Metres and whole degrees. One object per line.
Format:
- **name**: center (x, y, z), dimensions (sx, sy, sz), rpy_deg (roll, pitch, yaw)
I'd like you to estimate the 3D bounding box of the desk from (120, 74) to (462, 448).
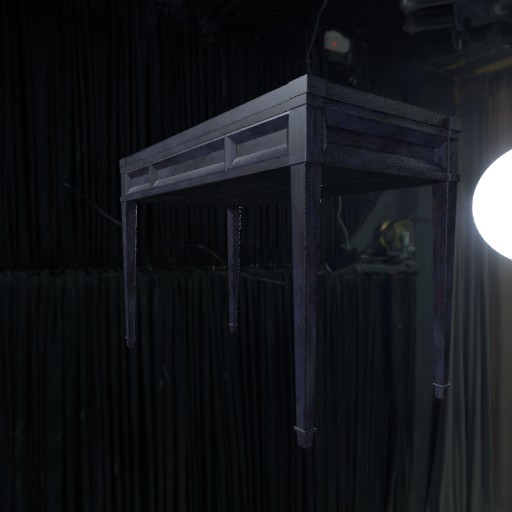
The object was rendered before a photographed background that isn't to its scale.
- **desk**: center (0.000, 0.000, 1.708), dimensions (0.630, 0.861, 1.289), rpy_deg (-1, 2, -35)
